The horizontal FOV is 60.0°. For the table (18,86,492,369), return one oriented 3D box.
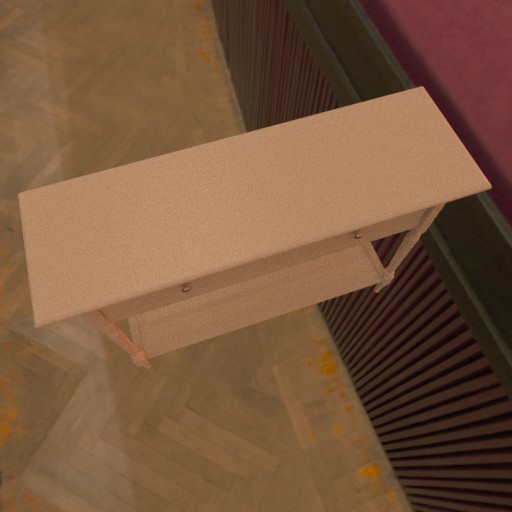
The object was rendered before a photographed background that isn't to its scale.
[{"bbox_3d":[0.000,0.000,1.531,1.197,0.808,0.384,-17,65,-8],"label":"table"}]
